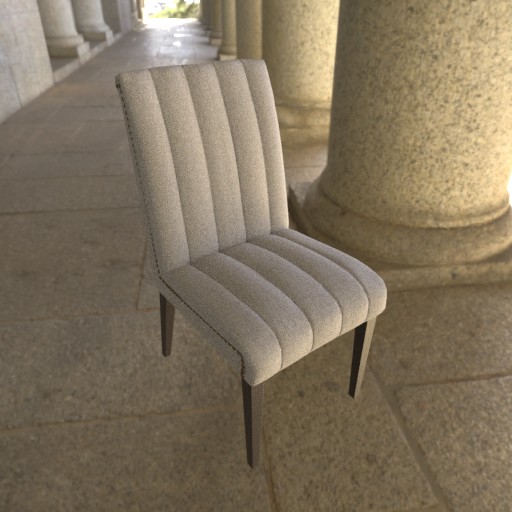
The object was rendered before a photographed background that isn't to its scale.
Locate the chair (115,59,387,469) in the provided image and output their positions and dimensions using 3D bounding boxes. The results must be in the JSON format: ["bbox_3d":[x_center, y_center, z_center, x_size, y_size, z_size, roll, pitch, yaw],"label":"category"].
[{"bbox_3d":[0.000,0.000,1.338,0.511,1.016,0.647,-21,37,-31],"label":"chair"}]
